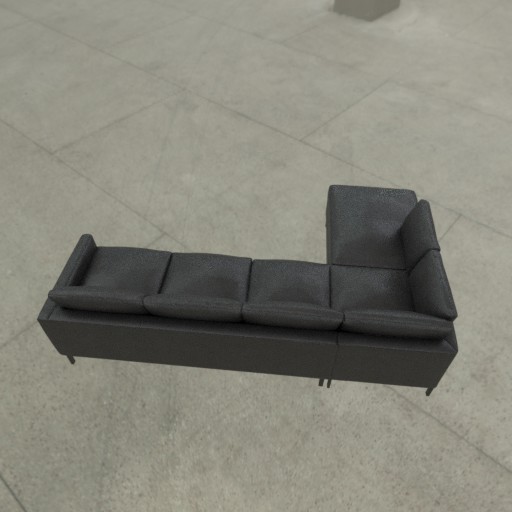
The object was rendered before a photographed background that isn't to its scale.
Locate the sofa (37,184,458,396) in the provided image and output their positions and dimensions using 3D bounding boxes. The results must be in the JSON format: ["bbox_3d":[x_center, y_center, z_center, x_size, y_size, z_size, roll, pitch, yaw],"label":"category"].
[{"bbox_3d":[0.000,0.000,3.864,2.984,0.877,1.938,4,47,4],"label":"sofa"}]
